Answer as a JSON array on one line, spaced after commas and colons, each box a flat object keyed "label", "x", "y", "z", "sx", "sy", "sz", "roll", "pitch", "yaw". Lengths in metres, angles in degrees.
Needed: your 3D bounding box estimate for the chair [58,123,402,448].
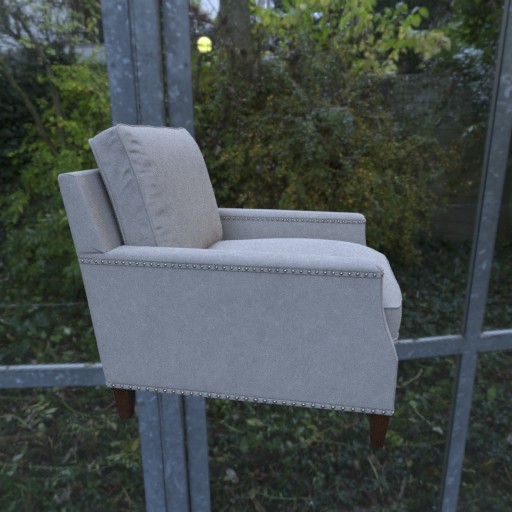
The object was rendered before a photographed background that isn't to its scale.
[{"label": "chair", "x": 0.000, "y": 0.000, "z": 1.666, "sx": 1.014, "sy": 0.943, "sz": 0.853, "roll": 3, "pitch": 15, "yaw": 9}]
